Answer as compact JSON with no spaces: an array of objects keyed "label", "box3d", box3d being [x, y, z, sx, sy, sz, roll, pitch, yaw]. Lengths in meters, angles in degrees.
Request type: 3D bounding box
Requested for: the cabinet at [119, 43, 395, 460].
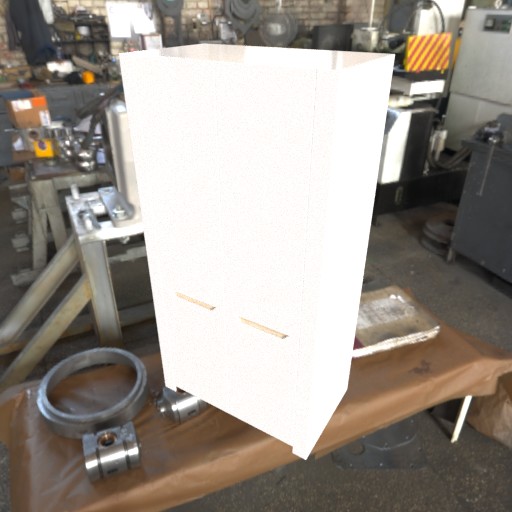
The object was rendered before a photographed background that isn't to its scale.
[{"label":"cabinet","box3d":[0.000,0.000,2.303,0.980,1.920,0.580,17,34,27]}]
